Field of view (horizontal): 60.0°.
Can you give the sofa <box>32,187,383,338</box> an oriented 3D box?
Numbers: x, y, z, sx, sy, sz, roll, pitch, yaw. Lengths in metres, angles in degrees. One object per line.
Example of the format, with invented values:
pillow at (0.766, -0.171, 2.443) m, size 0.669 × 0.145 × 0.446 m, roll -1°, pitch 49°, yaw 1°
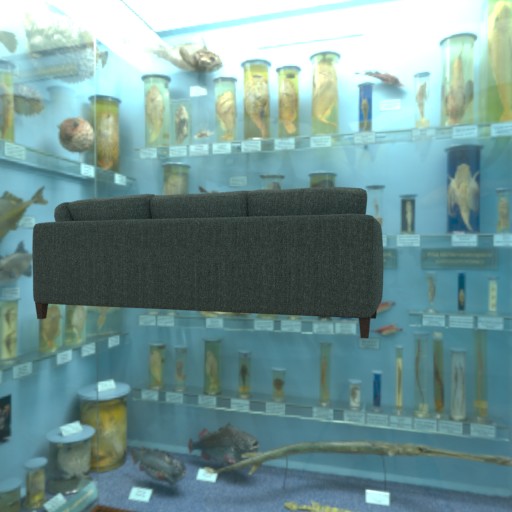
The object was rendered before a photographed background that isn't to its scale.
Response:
sofa at (0.000, 0.000, 4.549) m, size 2.593 × 0.947 × 3.302 m, roll 0°, pitch 1°, yaw 18°
